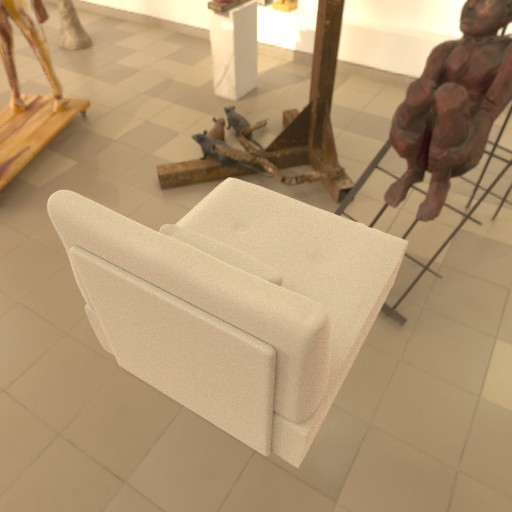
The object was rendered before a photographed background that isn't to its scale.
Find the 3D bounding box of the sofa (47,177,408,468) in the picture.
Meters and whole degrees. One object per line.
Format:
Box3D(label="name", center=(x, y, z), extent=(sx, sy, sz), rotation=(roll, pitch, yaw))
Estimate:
Box3D(label="sofa", center=(0.000, 0.000, 1.694), extent=(0.935, 0.828, 1.000), rotation=(24, 50, 21))
